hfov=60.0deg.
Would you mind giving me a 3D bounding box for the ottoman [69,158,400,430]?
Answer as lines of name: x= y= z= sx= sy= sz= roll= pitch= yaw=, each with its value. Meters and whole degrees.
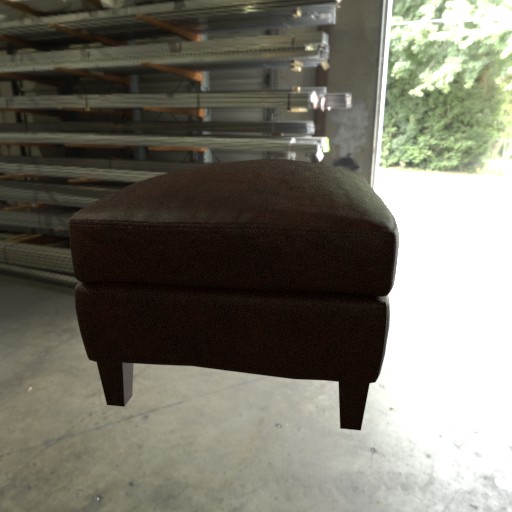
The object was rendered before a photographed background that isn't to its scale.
ottoman: x=0.000 y=0.000 z=1.261 sx=0.659 sy=0.527 sz=0.887 roll=2 pitch=16 yaw=8
